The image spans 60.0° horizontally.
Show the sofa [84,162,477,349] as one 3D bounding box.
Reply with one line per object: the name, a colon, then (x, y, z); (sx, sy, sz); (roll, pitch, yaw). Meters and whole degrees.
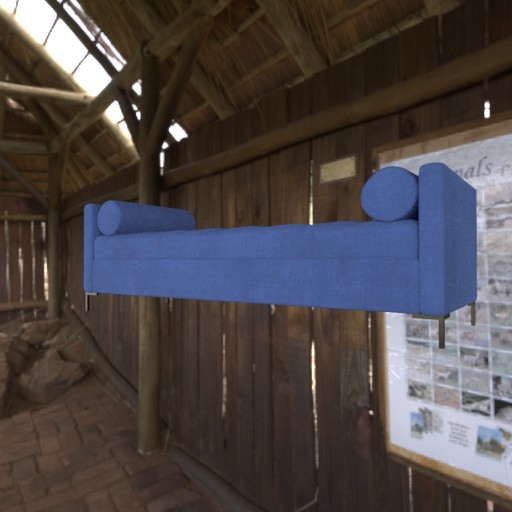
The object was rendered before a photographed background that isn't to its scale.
sofa: (0.000, 0.000, 2.298); (1.981, 0.635, 0.686); (0, -1, 35)
